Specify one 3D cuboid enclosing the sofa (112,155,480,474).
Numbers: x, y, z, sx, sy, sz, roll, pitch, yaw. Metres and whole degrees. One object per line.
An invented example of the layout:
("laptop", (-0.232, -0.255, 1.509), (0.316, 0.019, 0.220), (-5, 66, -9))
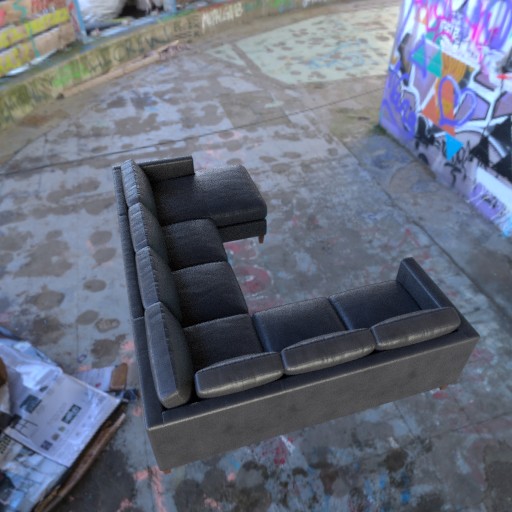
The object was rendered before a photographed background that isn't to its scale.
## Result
("sofa", (0.000, 0.000, 4.366), (2.452, 0.891, 3.324), (-12, 43, -13))
